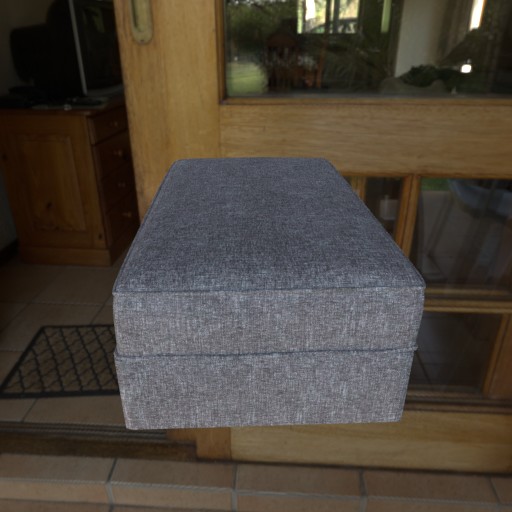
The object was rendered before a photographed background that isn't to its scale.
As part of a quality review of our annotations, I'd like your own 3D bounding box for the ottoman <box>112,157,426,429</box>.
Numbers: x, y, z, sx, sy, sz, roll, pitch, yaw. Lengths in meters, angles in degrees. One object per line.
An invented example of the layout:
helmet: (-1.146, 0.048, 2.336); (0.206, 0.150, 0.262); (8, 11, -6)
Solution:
ottoman: (0.000, 0.000, 1.540); (0.717, 0.487, 1.184); (-1, 26, -2)
